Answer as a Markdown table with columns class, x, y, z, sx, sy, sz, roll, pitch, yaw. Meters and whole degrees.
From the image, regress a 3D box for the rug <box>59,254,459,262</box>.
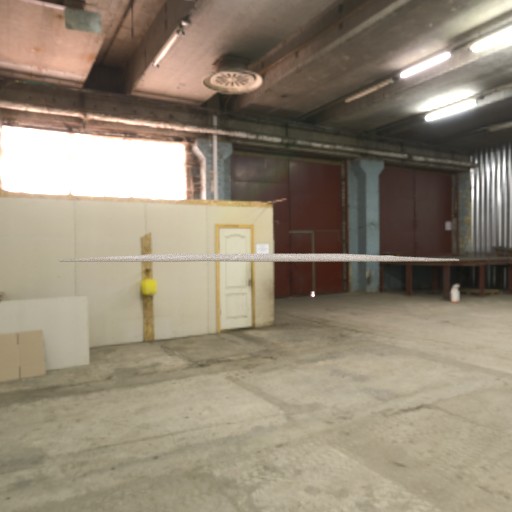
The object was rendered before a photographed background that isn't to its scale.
| class | x | y | z | sx | sy | sz | roll | pitch | yaw |
| --- | --- | --- | --- | --- | --- | --- | --- | --- | --- |
| rug | 0.000 | 0.000 | 4.371 | 2.449 | 0.019 | 3.357 | 0 | 1 | -1 |
